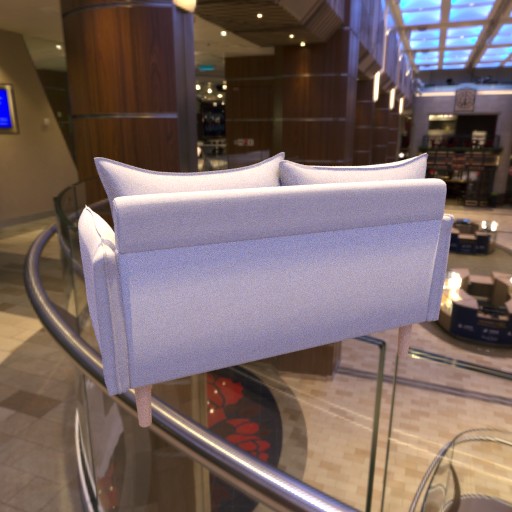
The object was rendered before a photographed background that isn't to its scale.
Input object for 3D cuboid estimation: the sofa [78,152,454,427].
[{"bbox_3d":[0.000,0.000,1.799,1.300,0.840,0.820,-7,17,-24],"label":"sofa"}]
